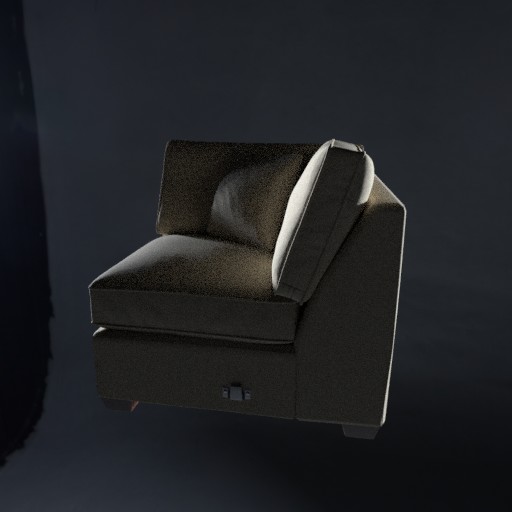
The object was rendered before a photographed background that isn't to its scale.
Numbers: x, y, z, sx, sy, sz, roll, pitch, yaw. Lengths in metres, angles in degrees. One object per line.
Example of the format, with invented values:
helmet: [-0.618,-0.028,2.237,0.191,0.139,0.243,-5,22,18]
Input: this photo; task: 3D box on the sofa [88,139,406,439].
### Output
sofa: [0.000,0.000,1.969,1.084,1.002,1.146,3,16,9]
